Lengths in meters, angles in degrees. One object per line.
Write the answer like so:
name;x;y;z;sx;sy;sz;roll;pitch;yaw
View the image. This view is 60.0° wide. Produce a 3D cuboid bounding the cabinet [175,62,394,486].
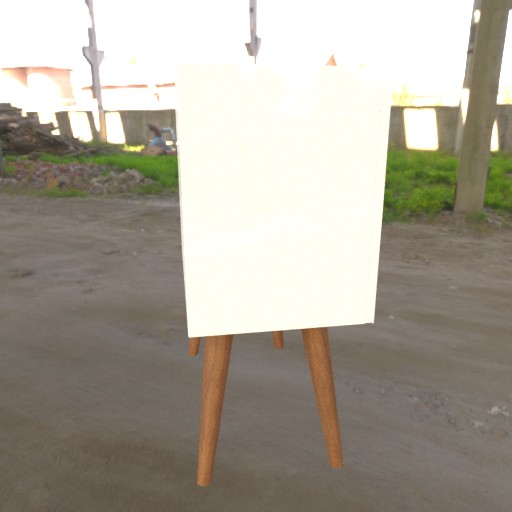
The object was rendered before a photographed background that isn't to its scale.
cabinet;0.000;0.000;1.062;0.344;0.772;0.591;-3;16;-10
